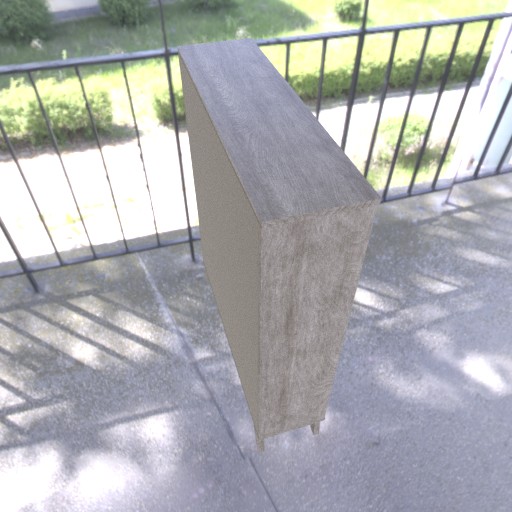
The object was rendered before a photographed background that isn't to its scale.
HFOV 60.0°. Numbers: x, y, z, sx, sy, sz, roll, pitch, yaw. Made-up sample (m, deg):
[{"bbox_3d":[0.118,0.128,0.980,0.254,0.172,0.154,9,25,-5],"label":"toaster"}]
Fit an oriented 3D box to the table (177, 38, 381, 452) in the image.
[{"bbox_3d":[0.000,0.000,1.563,0.256,1.135,0.902,-12,47,-12],"label":"table"}]
